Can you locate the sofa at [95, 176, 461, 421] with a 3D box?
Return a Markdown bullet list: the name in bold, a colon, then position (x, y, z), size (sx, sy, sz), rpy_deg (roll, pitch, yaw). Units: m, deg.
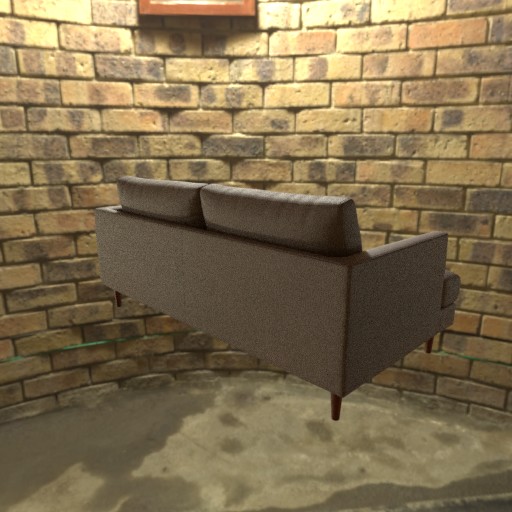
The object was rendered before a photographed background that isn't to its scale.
- **sofa**: position (0.000, 0.000, 2.556), size (1.020, 0.868, 1.948), rpy_deg (-14, 20, -43)
